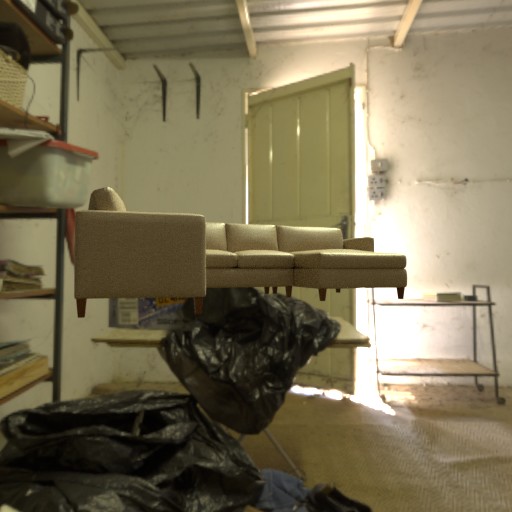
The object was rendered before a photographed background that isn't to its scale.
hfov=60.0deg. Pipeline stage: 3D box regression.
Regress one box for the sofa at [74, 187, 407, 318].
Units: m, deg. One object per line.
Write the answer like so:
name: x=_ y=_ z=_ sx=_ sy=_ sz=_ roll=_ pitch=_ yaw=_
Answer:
sofa: x=0.000 y=0.000 z=4.779 sx=3.460 sy=0.961 sz=2.594 roll=1 pitch=-2 yaw=-18
